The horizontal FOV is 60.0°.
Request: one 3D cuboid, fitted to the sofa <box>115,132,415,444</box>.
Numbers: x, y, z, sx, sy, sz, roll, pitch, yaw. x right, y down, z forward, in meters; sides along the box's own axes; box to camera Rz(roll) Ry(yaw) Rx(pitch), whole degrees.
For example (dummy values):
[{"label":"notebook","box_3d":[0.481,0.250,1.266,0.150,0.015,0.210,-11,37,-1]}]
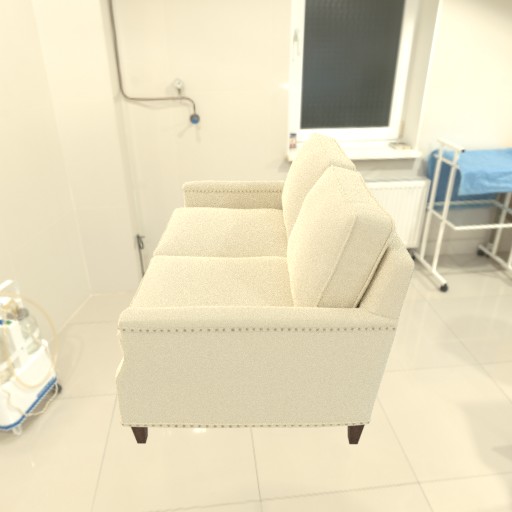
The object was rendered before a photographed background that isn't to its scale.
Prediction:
[{"label":"sofa","box_3d":[0.000,0.000,2.283,1.084,1.003,1.597,0,27,0]}]
